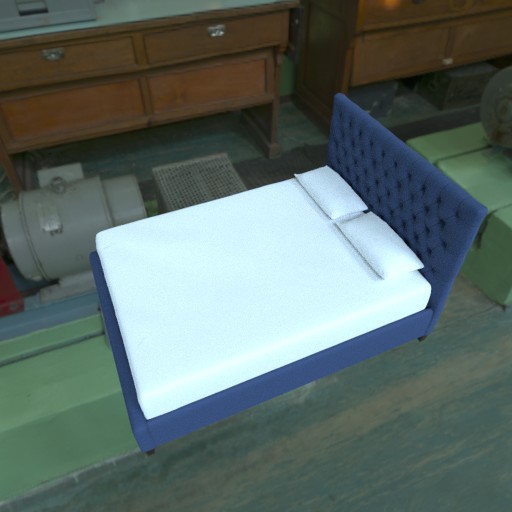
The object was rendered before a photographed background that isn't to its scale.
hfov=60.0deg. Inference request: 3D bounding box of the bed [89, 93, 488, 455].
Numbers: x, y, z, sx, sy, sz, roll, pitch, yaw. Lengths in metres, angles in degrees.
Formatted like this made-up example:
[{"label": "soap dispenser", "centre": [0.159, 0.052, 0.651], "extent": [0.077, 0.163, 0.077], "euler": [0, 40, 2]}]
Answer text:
[{"label": "bed", "centre": [0.000, 0.000, 3.372], "extent": [2.387, 1.427, 1.706], "euler": [-17, 48, -16]}]
